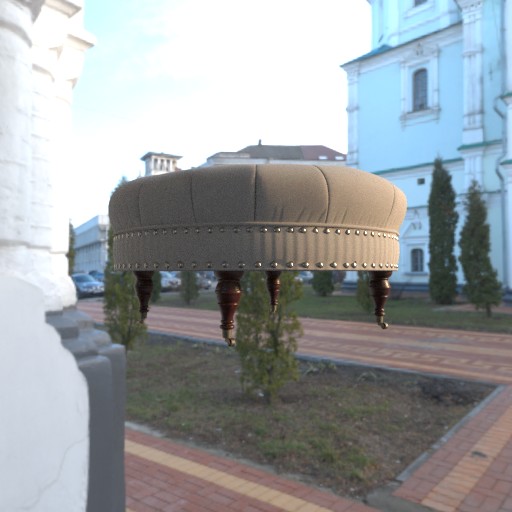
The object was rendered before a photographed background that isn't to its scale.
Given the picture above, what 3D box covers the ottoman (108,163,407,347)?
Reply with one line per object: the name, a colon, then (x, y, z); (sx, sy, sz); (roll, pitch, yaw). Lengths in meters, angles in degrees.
ottoman: (0.000, 0.000, 1.386); (0.901, 0.439, 0.901); (0, -2, 0)
